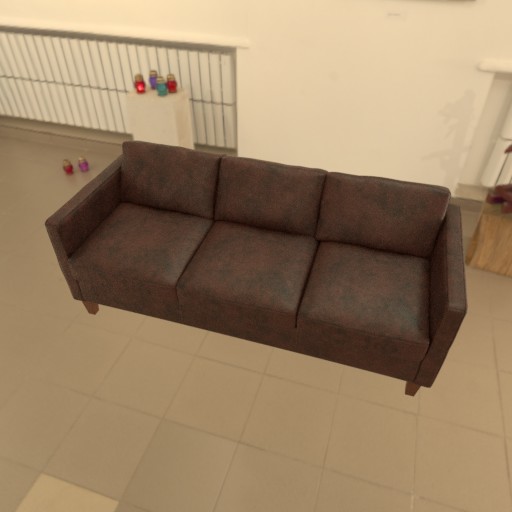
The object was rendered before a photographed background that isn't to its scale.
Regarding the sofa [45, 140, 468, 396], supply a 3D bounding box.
[{"bbox_3d":[0.000,0.000,2.950,2.464,1.006,1.045,11,42,13],"label":"sofa"}]
